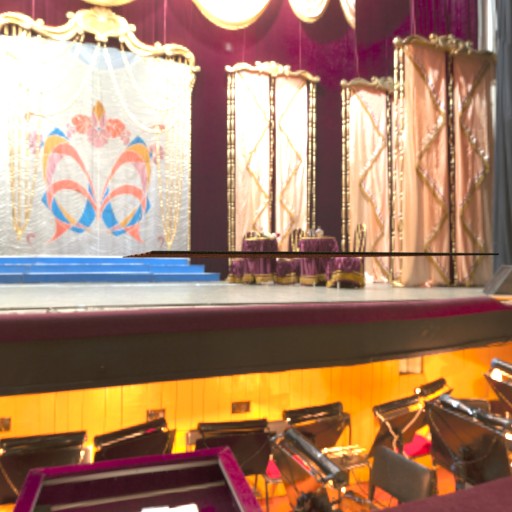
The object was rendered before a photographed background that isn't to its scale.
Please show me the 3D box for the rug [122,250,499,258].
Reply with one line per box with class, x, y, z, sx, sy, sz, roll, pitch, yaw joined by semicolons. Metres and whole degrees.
rug;0.000;0.000;2.242;1.221;0.009;1.825;0;-1;-19
